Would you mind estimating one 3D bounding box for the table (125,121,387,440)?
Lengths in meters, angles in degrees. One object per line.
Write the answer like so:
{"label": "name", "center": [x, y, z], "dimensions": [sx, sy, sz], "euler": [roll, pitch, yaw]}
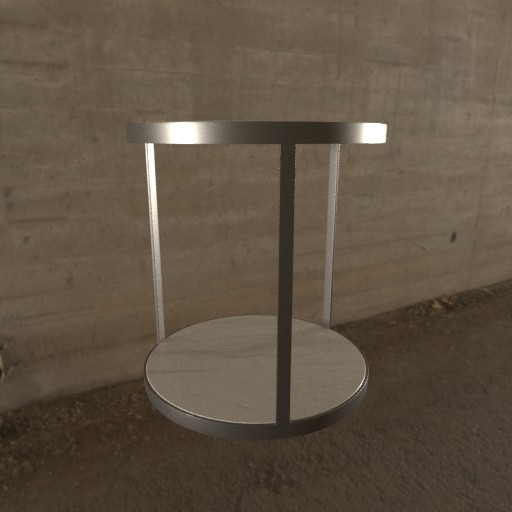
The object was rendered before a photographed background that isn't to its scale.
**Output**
{"label": "table", "center": [0.000, 0.000, 0.845], "dimensions": [0.445, 0.479, 0.445], "euler": [0, 15, 0]}
